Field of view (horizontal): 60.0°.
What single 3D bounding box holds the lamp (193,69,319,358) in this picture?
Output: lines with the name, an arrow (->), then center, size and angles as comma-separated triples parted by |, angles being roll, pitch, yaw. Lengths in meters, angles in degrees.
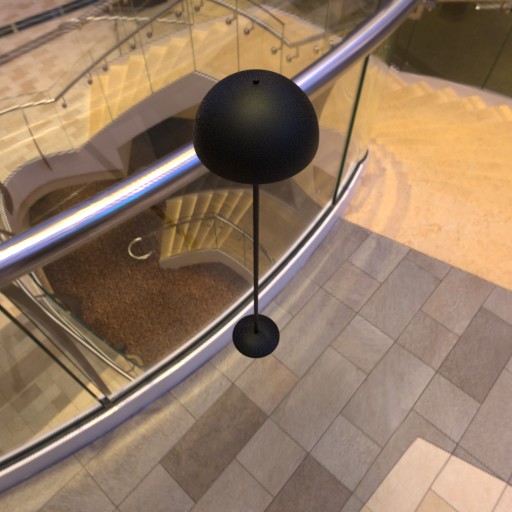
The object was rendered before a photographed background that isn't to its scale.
lamp -> 0.000, 0.000, 1.630 | 0.328, 1.480, 0.328 | -4, 57, -2
